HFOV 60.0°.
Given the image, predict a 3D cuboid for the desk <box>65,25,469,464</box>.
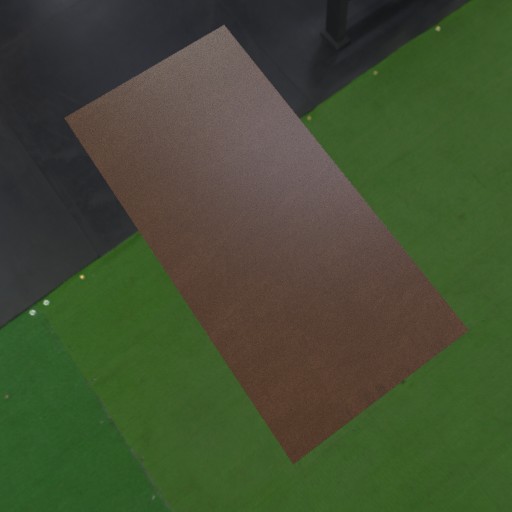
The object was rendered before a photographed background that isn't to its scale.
[{"bbox_3d":[0.000,0.000,1.387,0.510,0.758,0.949,-34,79,-8],"label":"desk"}]
